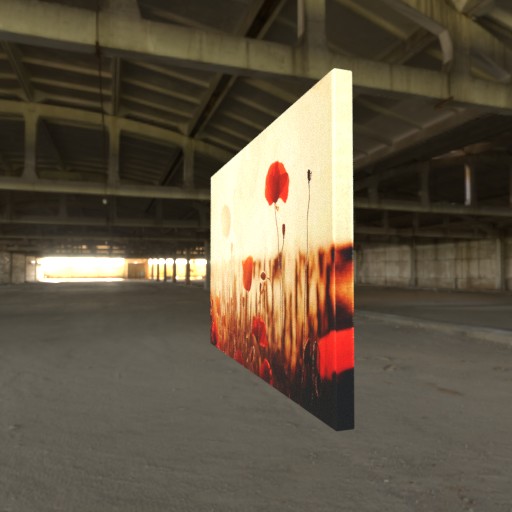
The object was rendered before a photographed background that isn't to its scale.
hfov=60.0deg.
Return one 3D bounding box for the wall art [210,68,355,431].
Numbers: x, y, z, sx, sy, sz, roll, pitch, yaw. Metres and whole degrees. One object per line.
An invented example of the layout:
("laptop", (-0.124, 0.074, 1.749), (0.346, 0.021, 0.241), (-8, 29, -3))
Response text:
("wall art", (0.000, 0.000, 1.171), (0.038, 0.602, 0.918), (1, -2, -19))
